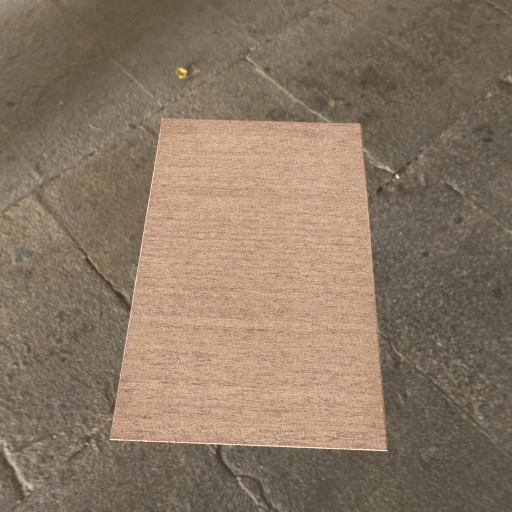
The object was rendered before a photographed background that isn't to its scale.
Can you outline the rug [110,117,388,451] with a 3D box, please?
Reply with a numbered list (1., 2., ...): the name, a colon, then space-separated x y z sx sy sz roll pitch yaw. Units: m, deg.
1. rug: 0.000 0.000 2.341 1.225 0.013 1.840 2 65 1
